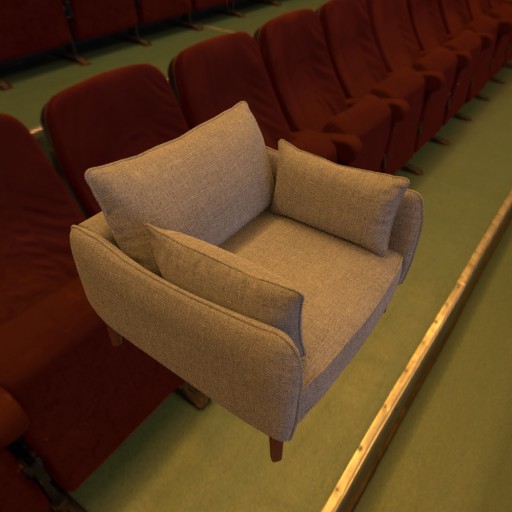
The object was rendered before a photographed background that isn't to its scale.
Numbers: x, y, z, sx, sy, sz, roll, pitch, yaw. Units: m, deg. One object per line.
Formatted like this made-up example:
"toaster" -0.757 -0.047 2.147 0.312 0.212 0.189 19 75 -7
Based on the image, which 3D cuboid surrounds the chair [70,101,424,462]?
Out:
"chair" 0.000 0.000 1.715 0.976 0.839 0.993 26 46 27
